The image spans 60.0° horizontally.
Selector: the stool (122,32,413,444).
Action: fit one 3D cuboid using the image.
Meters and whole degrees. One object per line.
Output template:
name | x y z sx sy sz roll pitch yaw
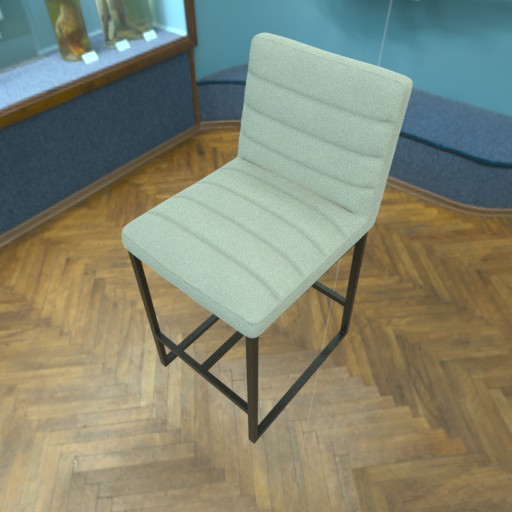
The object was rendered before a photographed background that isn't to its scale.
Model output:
stool | 0.000 0.000 1.256 0.459 0.971 0.567 32 54 27
